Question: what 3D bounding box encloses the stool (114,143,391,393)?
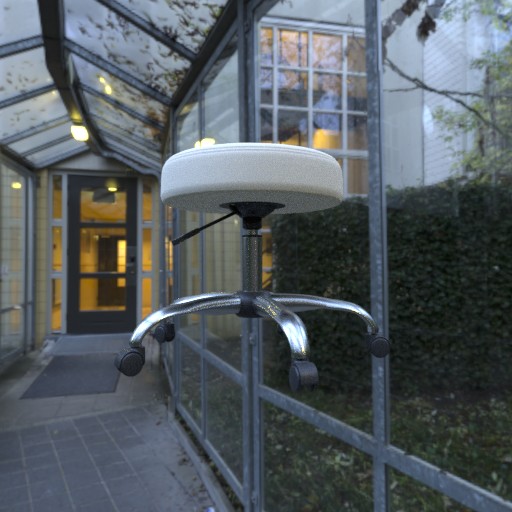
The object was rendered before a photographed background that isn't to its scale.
[{"bbox_3d":[0.000,0.000,1.046,0.634,0.482,0.614,0,-1,-17],"label":"stool"}]
